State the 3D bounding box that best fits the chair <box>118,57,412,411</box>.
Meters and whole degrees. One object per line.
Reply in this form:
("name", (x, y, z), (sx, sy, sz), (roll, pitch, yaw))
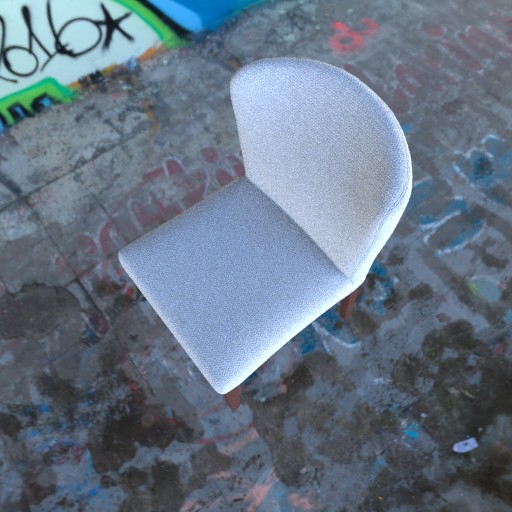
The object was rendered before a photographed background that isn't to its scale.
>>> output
("chair", (0.000, 0.000, 1.193), (0.589, 0.839, 0.491), (-36, 68, -17))
